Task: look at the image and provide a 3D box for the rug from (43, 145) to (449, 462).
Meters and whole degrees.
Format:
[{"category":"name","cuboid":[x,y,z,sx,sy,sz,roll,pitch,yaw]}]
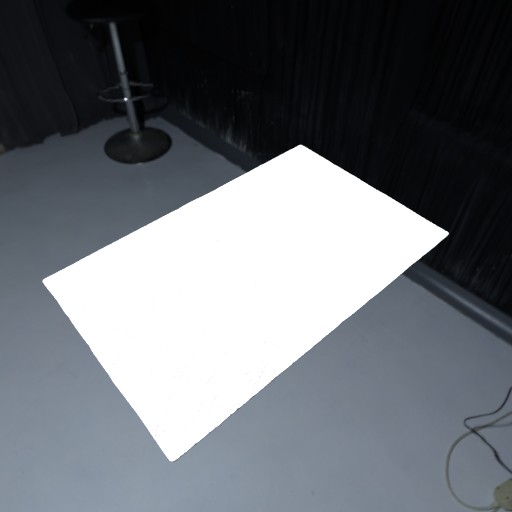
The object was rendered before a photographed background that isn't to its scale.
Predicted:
[{"category":"rug","cuboid":[0.000,0.000,3.102,2.442,0.010,1.546,-33,55,-27]}]
